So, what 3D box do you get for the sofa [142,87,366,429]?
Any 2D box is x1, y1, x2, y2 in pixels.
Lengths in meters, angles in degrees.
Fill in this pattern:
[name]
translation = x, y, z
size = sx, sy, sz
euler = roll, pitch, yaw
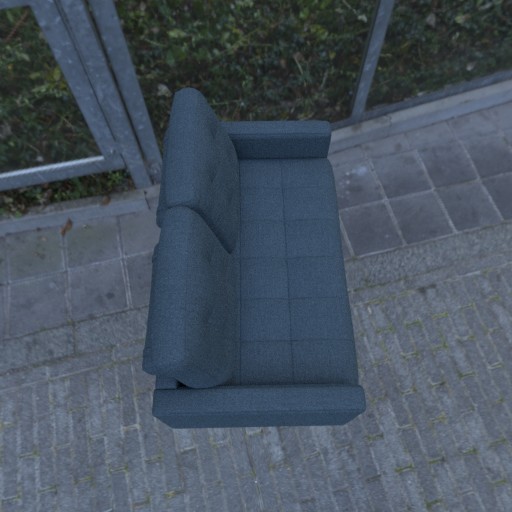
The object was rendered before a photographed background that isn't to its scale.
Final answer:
[sofa]
translation = 0.000, 0.000, 2.014
size = 0.842, 0.907, 1.407
euler = -1, 63, -1
